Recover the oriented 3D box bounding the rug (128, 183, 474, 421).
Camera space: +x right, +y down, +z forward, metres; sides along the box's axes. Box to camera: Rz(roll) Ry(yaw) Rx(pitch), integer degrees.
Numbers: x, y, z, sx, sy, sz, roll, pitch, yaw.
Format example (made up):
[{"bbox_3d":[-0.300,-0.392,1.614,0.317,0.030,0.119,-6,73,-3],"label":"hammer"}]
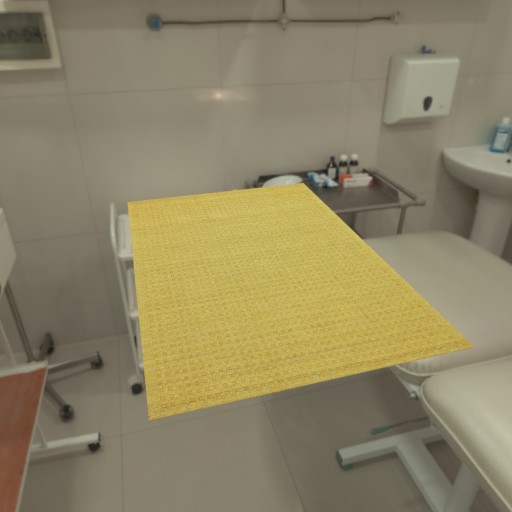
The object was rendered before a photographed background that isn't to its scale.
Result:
[{"bbox_3d":[0.000,0.000,3.713,1.981,0.006,2.895,-8,31,-14],"label":"rug"}]
